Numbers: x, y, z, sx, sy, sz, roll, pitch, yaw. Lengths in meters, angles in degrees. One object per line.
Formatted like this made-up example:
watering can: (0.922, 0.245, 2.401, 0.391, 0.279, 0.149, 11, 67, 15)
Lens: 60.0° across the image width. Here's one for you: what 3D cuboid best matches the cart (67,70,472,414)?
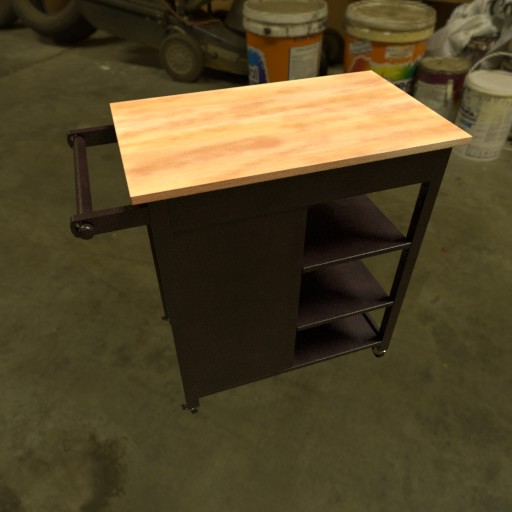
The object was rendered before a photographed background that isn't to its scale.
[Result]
cart: (0.000, 0.000, 1.384, 0.914, 0.878, 0.472, -13, 43, -14)
